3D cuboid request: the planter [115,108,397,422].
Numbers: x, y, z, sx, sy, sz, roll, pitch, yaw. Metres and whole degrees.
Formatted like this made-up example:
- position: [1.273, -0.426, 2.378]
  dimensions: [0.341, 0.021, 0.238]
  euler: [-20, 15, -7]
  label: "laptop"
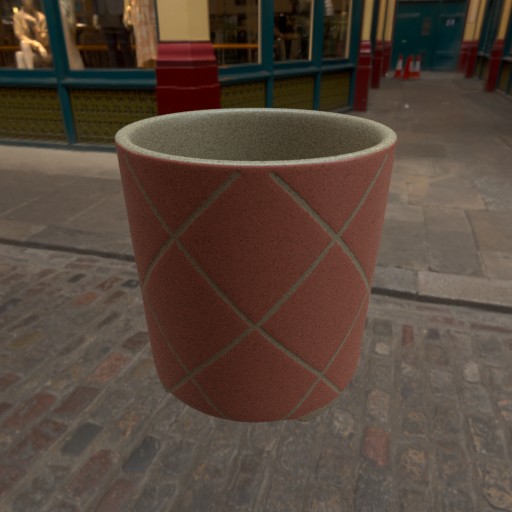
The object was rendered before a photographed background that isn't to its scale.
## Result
- position: [0.000, 0.000, 0.354]
  dimensions: [0.191, 0.200, 0.191]
  euler: [0, 27, 0]
  label: "planter"
